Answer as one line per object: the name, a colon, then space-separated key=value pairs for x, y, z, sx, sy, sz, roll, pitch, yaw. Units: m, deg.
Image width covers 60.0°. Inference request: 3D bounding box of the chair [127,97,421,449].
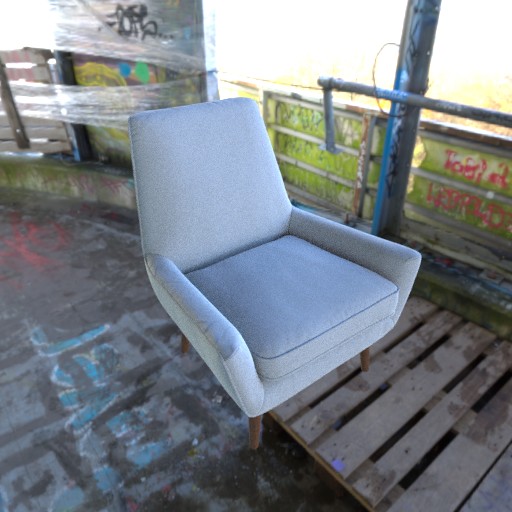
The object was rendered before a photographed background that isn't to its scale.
chair: x=0.000 y=0.000 z=1.514 sx=0.787 sy=0.888 sz=0.822 roll=-22 pitch=37 yaw=-32
